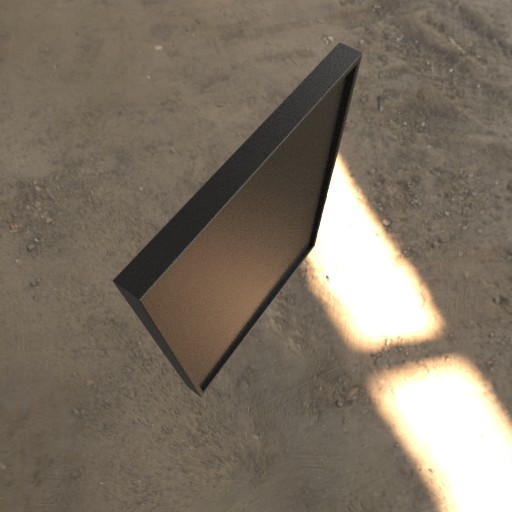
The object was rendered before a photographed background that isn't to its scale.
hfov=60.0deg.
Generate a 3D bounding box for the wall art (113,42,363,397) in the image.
[{"bbox_3d":[0.000,0.000,0.777,0.039,0.555,0.449,33,67,16],"label":"wall art"}]
